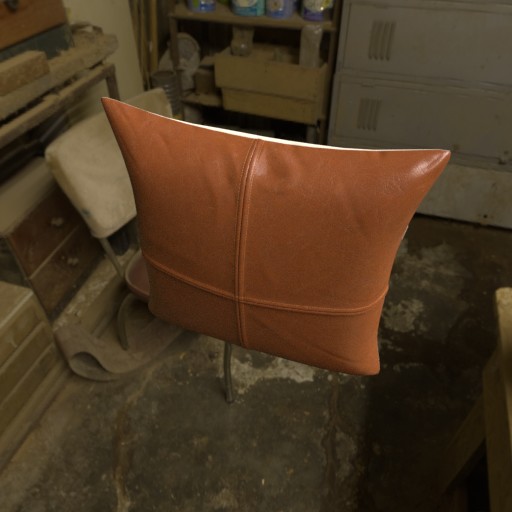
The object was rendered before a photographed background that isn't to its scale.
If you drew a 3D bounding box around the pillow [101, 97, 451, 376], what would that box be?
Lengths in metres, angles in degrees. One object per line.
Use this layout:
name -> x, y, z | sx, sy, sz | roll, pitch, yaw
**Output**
pillow -> 0.000, 0.000, 0.754 | 0.501, 0.477, 0.192 | 13, 43, 14
